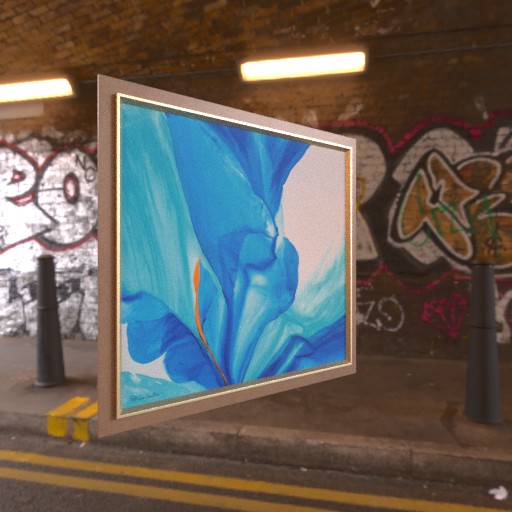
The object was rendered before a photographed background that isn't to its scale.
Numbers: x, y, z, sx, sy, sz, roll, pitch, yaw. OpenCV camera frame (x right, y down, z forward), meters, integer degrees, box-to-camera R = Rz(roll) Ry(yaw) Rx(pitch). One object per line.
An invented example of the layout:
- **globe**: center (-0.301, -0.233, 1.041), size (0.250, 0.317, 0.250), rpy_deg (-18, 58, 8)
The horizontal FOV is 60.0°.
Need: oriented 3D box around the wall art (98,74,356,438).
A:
- **wall art**: center (0.000, 0.000, 1.657), size (1.168, 1.067, 0.025), rpy_deg (0, 0, -38)
